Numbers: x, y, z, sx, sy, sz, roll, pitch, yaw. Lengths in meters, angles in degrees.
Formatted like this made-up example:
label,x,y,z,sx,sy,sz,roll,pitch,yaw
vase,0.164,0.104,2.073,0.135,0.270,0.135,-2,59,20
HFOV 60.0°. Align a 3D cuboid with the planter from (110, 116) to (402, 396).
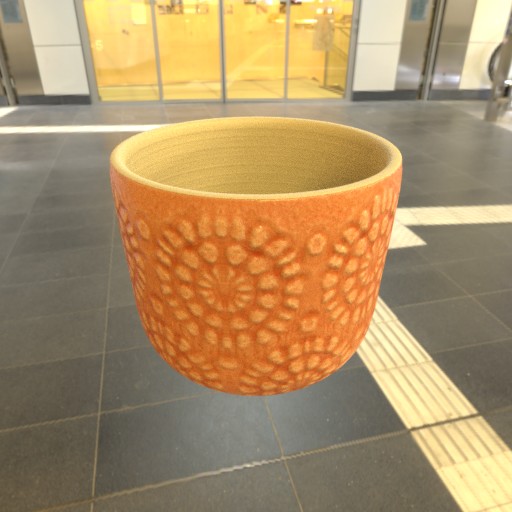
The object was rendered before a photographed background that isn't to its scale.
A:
label,x,y,z,sx,sy,sz,roll,pitch,yaw
planter,0.000,0.000,0.218,0.124,0.109,0.124,0,29,0
